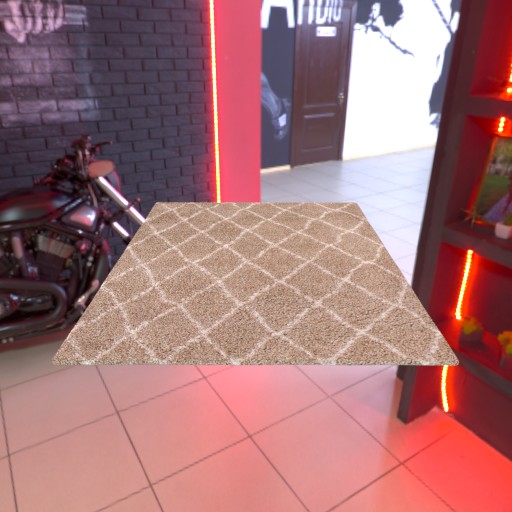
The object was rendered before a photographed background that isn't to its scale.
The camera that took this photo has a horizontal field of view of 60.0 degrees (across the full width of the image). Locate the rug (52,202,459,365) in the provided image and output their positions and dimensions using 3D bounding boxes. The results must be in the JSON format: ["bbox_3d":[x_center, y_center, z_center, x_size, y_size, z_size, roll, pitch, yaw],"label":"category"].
[{"bbox_3d":[0.000,0.000,4.010,2.438,0.029,3.047,0,25,0],"label":"rug"}]
